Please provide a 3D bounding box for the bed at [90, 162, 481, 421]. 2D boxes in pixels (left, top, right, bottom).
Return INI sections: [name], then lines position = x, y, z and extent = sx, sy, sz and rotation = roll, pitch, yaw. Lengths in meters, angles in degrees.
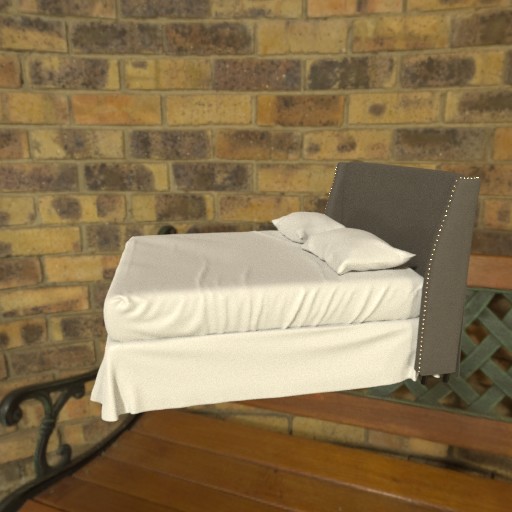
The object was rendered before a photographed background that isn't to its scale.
[bed]
position = 0.000, 0.000, 3.364
extent = 2.276, 1.332, 1.925
rotation = -3, 15, -11
